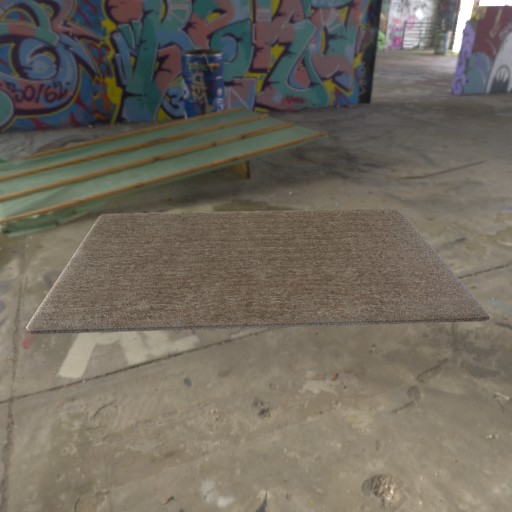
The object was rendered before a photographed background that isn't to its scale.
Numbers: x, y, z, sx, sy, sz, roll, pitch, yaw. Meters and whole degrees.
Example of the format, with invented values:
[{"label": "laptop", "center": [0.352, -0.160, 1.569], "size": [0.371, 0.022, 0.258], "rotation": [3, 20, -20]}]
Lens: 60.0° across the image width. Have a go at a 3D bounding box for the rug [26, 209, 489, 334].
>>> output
[{"label": "rug", "center": [0.000, 0.000, 2.996], "size": [2.469, 0.024, 1.539], "rotation": [-1, 29, -2]}]
